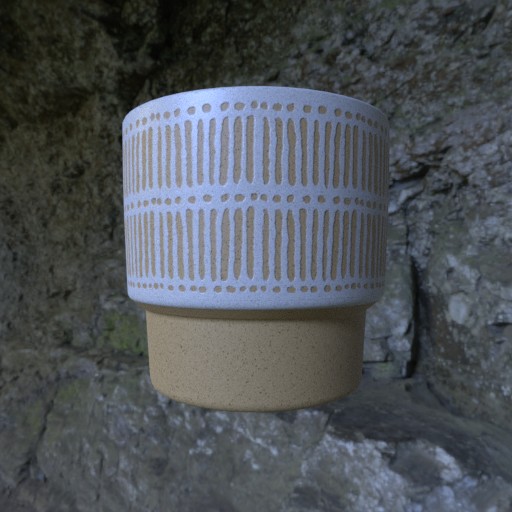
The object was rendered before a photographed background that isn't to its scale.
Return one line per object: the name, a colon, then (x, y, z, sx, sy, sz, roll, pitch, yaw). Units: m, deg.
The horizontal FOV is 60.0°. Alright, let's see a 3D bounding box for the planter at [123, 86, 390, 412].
planter: (0.000, 0.000, 0.549, 0.317, 0.303, 0.317, 0, 0, 0)
